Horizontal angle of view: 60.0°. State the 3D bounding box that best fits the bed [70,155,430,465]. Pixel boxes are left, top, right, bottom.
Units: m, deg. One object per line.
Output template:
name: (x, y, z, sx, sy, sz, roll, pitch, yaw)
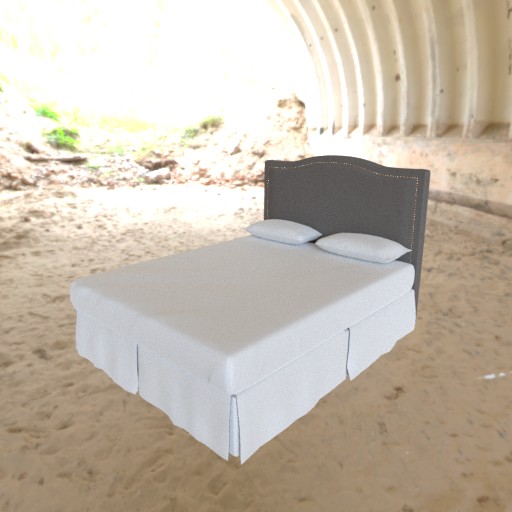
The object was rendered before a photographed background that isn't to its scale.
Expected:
bed: (0.000, 0.000, 3.440, 1.821, 1.436, 2.282, 14, 21, 41)
